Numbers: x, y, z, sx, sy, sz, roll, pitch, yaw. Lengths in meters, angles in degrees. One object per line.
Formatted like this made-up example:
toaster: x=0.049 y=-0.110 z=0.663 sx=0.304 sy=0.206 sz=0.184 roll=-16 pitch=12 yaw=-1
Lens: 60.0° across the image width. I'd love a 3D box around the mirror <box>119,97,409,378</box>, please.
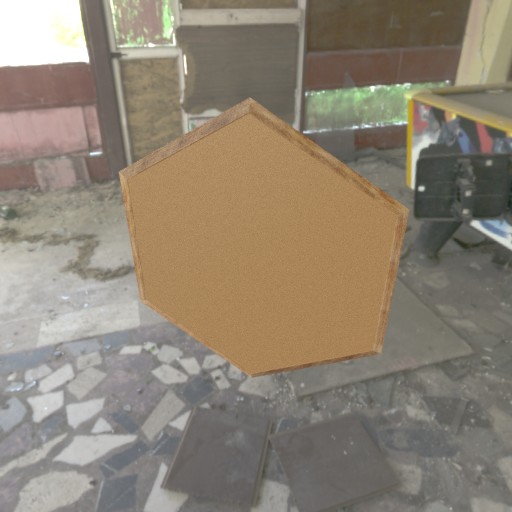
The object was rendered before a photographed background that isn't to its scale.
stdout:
mirror: x=0.000 y=0.000 z=1.113 sx=0.675 sy=0.779 sz=0.091 roll=10 pitch=32 yaw=16
